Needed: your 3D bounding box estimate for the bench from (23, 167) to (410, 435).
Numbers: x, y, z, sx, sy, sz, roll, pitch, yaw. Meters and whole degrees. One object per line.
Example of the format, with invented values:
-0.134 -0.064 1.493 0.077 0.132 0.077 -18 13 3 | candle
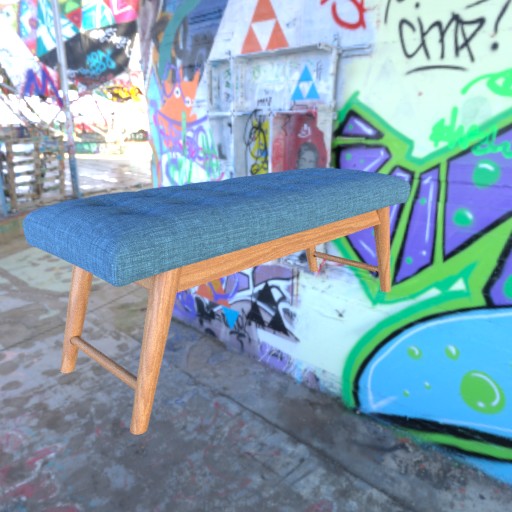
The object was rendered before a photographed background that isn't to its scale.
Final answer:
0.000 0.000 1.304 0.406 0.432 1.118 16 23 41 | bench
